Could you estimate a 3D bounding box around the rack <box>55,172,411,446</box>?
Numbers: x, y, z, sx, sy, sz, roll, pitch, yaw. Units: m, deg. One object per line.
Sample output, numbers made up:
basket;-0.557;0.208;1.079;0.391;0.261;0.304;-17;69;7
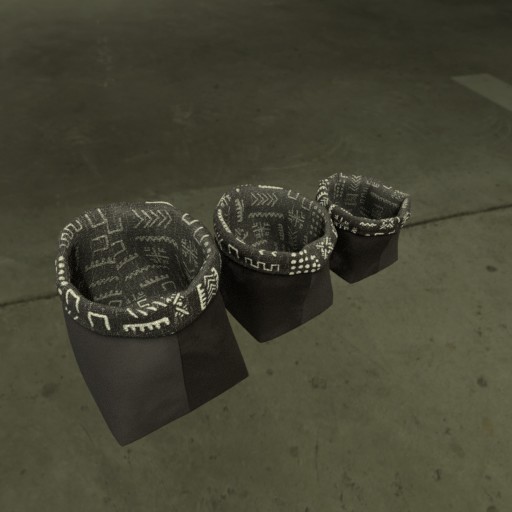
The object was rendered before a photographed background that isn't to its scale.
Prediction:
rack;0.000;0.000;1.069;0.905;0.323;0.379;-25;47;-26
